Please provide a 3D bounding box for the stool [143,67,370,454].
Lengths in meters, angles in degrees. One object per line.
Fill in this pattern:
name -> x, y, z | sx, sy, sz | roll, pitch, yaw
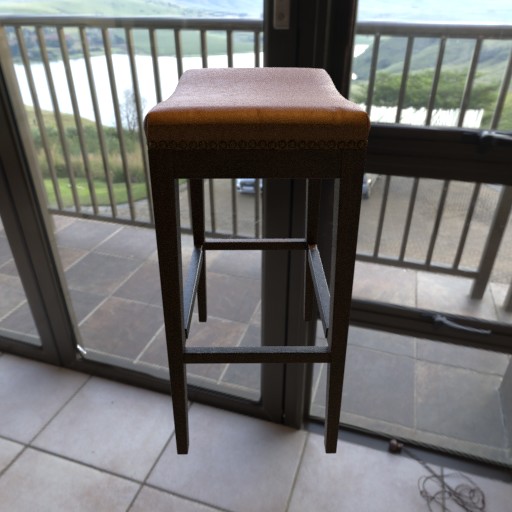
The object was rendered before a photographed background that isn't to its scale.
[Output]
stool -> 0.000, 0.000, 1.031 | 0.361, 0.759, 0.500 | 0, 30, 0
